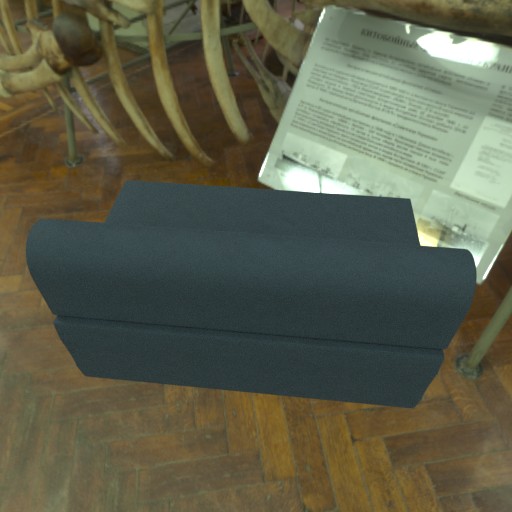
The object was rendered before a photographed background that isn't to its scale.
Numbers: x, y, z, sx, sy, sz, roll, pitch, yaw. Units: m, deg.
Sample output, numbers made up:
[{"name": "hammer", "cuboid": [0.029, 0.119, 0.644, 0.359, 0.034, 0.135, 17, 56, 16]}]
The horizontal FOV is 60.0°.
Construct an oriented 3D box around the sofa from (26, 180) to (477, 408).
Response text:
[{"name": "sofa", "cuboid": [0.000, 0.000, 1.615, 1.219, 0.660, 0.762, 4, 46, 4]}]
